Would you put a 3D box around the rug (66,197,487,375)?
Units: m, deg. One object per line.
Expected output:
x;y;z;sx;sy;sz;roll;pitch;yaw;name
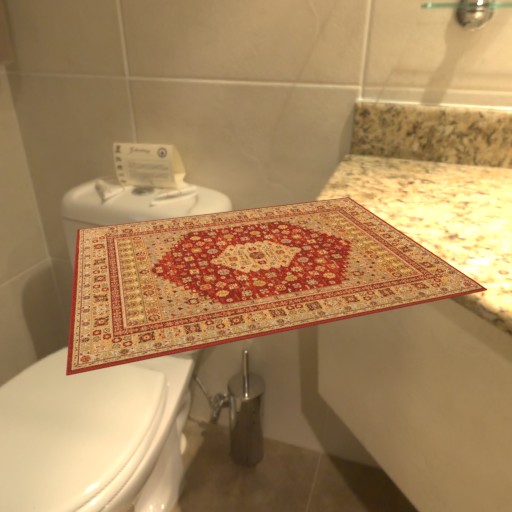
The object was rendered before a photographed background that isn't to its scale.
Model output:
0.000;0.000;2.854;2.211;0.013;1.593;-9;28;-16;rug
